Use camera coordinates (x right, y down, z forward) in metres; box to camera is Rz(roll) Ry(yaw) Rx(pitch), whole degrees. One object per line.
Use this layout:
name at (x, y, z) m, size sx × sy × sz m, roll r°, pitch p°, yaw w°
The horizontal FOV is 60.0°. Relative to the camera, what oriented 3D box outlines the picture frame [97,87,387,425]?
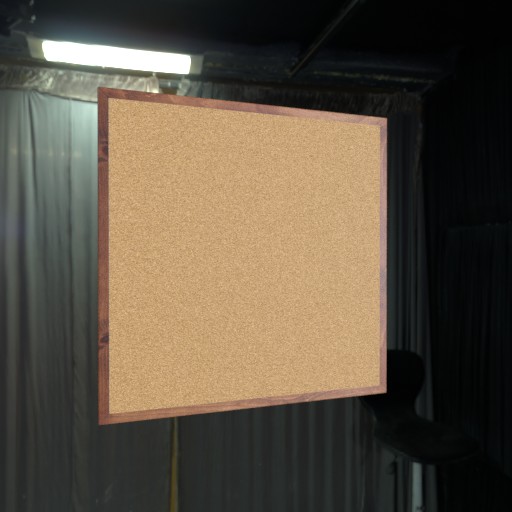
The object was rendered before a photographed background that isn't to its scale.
picture frame at (0.000, 0.000, 1.206) m, size 0.810 × 0.817 × 0.029 m, roll 0°, pitch 0°, yaw -18°
